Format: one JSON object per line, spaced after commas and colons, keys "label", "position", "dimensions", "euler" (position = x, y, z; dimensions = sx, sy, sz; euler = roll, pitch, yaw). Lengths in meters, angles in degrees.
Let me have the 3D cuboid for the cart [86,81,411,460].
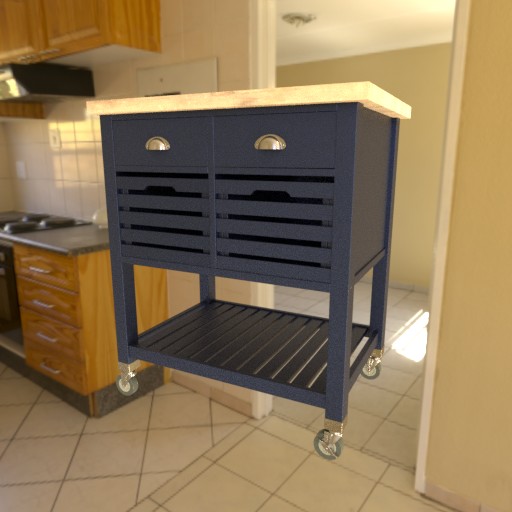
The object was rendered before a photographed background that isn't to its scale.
{"label": "cart", "position": [0.000, 0.000, 1.415], "dimensions": [0.797, 0.920, 0.567], "euler": [7, 15, 26]}
